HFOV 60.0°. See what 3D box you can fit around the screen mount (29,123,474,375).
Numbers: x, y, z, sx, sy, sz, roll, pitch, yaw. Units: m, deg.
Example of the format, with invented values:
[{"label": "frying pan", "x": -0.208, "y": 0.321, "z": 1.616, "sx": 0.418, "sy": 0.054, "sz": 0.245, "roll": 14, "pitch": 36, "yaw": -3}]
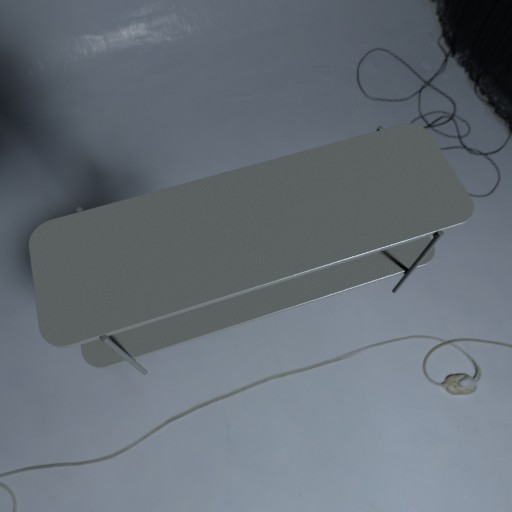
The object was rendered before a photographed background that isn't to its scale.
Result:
[{"label": "screen mount", "x": 0.000, "y": 0.000, "z": 1.418, "sx": 1.200, "sy": 0.447, "sz": 0.400, "roll": -17, "pitch": 66, "yaw": -8}]
